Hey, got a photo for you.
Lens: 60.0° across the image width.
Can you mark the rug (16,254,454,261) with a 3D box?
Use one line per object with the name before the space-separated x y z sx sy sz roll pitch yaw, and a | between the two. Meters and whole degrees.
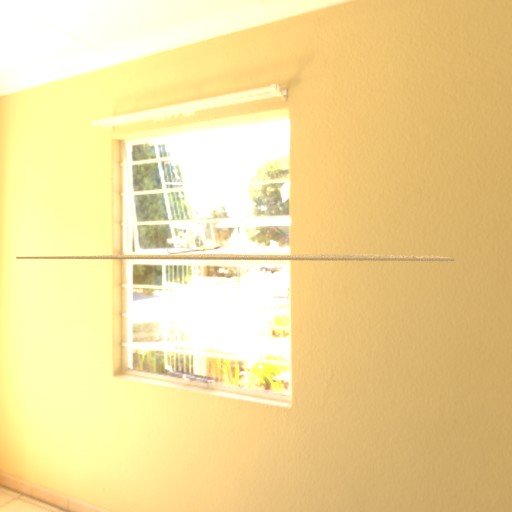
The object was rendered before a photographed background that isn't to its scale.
rug | 0.000 0.000 3.846 2.921 0.032 2.311 0 0 18
